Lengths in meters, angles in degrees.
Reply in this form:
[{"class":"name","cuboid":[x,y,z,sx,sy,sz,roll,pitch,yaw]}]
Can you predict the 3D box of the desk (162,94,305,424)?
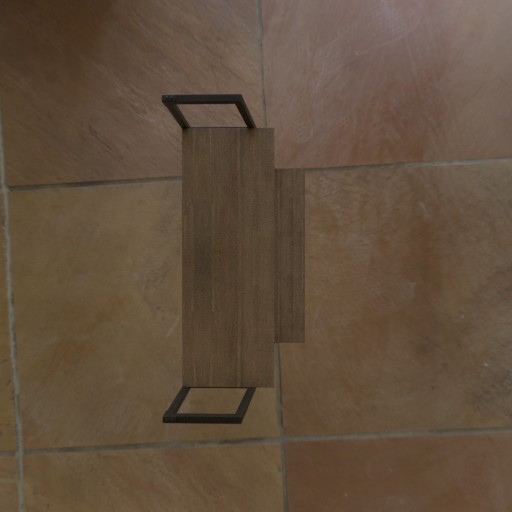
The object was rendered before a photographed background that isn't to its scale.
[{"class":"desk","cuboid":[0.000,0.000,2.214,0.515,1.809,0.982,0,91,1]}]
